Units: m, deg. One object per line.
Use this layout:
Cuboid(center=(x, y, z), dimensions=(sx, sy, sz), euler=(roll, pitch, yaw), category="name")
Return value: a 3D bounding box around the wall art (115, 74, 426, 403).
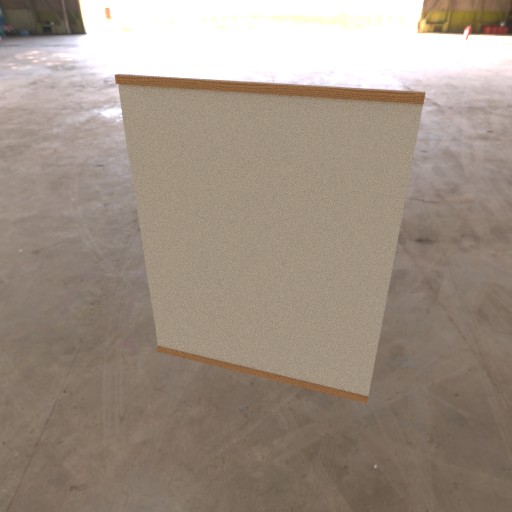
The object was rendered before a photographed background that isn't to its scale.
Cuboid(center=(0.000, 0.000, 0.686), dimensions=(0.404, 0.507, 0.010), euler=(10, 32, 16), category="wall art")
